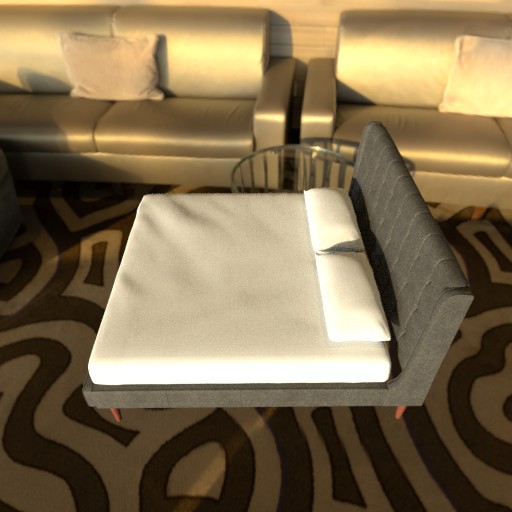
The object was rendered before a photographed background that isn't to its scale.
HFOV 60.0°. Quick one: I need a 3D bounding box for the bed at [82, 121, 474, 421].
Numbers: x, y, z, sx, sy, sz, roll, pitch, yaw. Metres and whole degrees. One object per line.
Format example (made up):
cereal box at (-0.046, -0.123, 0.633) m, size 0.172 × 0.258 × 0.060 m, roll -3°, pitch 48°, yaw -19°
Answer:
bed at (0.000, 0.000, 2.522) m, size 1.638 × 0.933 × 1.531 m, roll 0°, pitch 41°, yaw 0°
